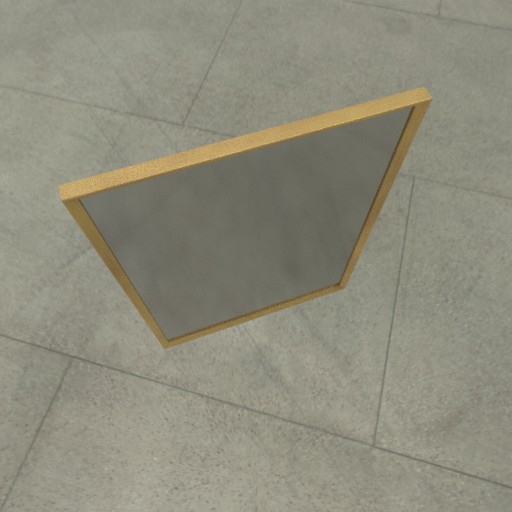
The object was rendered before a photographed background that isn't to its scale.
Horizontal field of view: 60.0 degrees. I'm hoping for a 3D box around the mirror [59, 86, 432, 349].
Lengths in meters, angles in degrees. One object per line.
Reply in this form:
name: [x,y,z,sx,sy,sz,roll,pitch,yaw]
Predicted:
mirror: [0.000,0.000,1.321,0.762,1.016,0.041,-18,64,-9]
